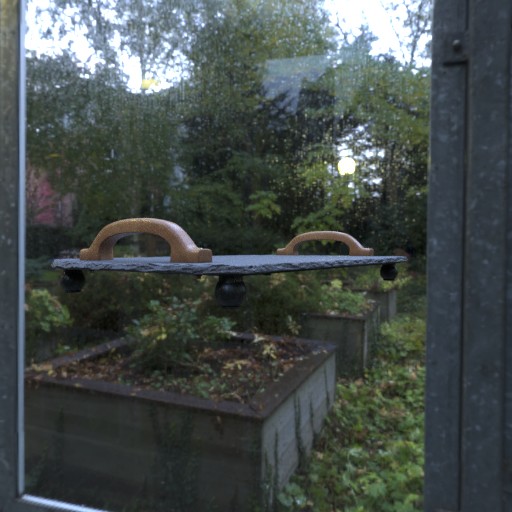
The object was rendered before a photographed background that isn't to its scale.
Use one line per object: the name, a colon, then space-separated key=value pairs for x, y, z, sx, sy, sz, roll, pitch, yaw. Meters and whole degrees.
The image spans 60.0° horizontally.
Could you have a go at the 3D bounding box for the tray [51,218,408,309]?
tray: x=0.000 y=0.000 z=0.467 sx=0.231 sy=0.062 sz=0.387 roll=1 pitch=1 yaw=35
